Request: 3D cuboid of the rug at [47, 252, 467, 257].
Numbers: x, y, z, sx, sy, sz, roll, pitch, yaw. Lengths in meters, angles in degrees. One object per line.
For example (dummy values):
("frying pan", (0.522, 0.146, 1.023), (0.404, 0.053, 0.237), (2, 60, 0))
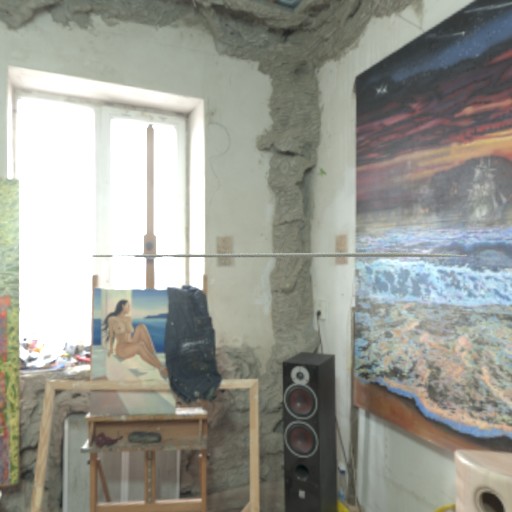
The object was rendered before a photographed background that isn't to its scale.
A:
("rug", (0.000, 0.000, 2.877), (2.284, 0.008, 1.522), (0, 0, 35))
